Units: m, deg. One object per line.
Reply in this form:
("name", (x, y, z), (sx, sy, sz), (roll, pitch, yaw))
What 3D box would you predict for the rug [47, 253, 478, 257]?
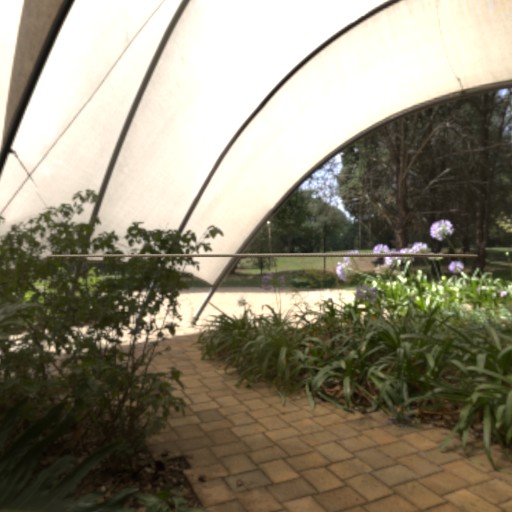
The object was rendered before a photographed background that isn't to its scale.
("rug", (0.000, 0.000, 2.815), (2.294, 0.014, 1.528), (0, 0, 37))
